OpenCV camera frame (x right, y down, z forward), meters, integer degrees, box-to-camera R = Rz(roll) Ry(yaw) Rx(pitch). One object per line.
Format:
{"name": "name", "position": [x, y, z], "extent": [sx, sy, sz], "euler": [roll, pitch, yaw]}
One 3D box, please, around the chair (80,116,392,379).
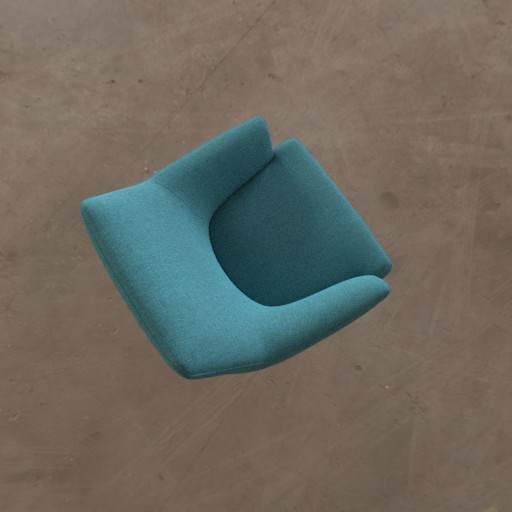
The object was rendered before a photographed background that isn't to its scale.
{"name": "chair", "position": [0.000, 0.000, 1.353], "extent": [0.677, 0.874, 0.642], "euler": [-33, 78, -8]}
